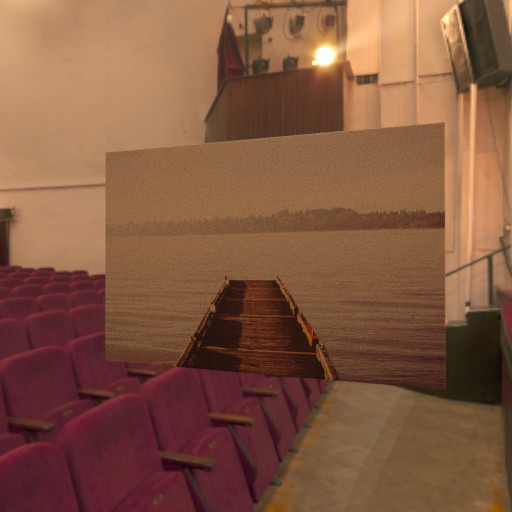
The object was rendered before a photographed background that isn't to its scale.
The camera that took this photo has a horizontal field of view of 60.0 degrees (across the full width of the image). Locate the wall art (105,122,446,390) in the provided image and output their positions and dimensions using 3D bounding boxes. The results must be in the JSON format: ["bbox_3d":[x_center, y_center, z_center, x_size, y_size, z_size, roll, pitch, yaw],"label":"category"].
[{"bbox_3d":[0.000,0.000,0.783,0.615,0.410,0.021,0,0,18],"label":"wall art"}]
